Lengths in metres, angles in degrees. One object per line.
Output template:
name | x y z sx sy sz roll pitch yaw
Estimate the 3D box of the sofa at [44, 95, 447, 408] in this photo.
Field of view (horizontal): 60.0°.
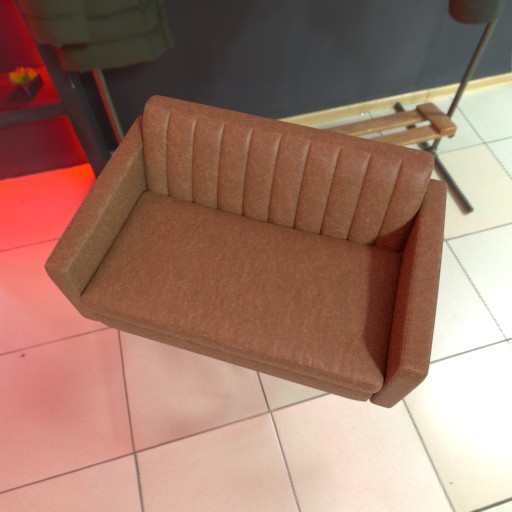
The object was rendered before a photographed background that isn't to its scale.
sofa | 0.000 0.000 2.075 1.549 0.820 0.960 14 60 9
